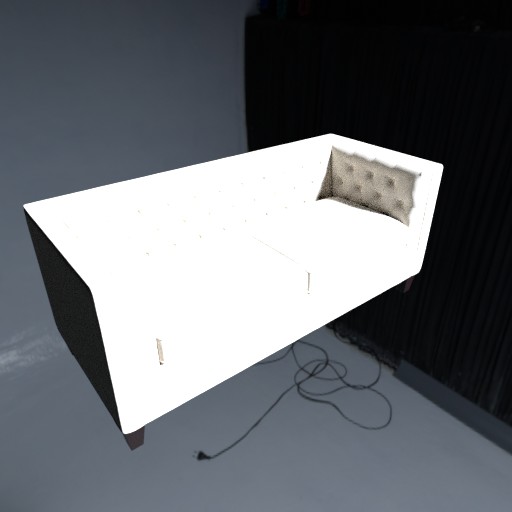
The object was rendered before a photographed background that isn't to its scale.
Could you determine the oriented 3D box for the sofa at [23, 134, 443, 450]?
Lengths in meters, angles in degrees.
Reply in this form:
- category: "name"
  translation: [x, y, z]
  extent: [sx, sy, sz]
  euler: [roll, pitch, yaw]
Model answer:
- category: "sofa"
  translation: [0.000, 0.000, 2.166]
  extent: [1.778, 0.762, 0.775]
  euler: [-21, 36, -32]
